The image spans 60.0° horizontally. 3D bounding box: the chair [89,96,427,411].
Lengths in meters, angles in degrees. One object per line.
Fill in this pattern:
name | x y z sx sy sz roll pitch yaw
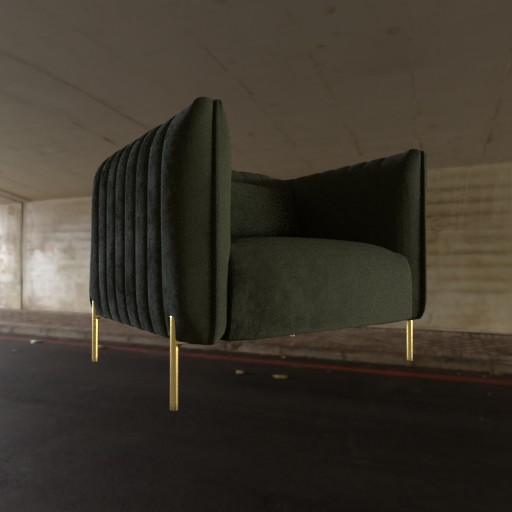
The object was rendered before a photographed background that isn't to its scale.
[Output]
chair | 0.000 0.000 1.674 1.032 0.794 0.877 1 -1 -36
